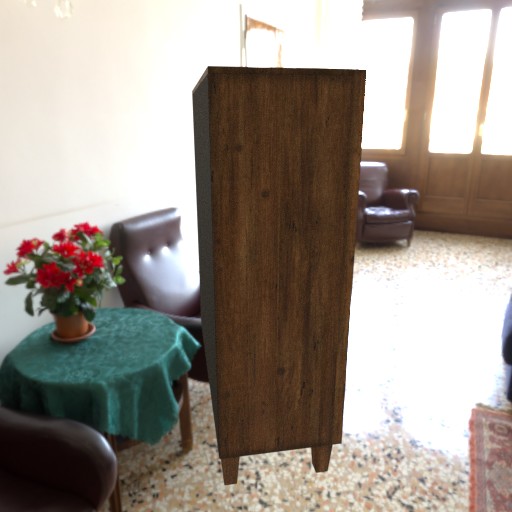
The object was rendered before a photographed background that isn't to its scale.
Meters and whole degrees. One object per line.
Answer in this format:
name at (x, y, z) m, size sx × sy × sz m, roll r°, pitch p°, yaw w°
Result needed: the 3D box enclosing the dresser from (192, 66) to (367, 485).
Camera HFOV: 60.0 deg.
dresser at (0.000, 0.000, 1.865) m, size 0.438 × 1.359 × 1.067 m, roll -3°, pitch 17°, yaw -10°
